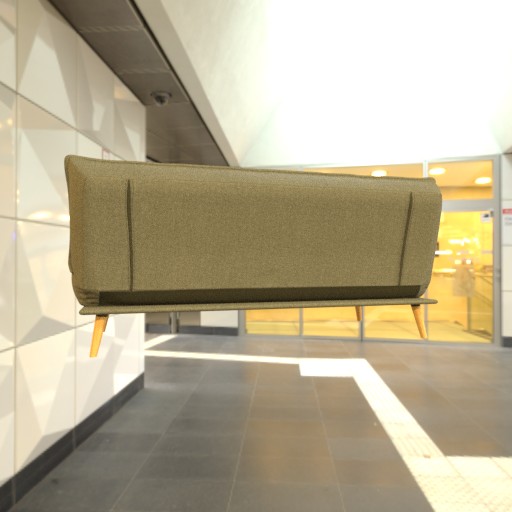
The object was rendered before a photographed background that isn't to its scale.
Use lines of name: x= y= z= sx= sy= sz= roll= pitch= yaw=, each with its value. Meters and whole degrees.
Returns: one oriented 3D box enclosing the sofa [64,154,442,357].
sofa: x=0.000 y=0.000 z=2.512 sx=1.940 sy=0.890 sz=0.950 roll=0 pitch=-1 yaw=-16
